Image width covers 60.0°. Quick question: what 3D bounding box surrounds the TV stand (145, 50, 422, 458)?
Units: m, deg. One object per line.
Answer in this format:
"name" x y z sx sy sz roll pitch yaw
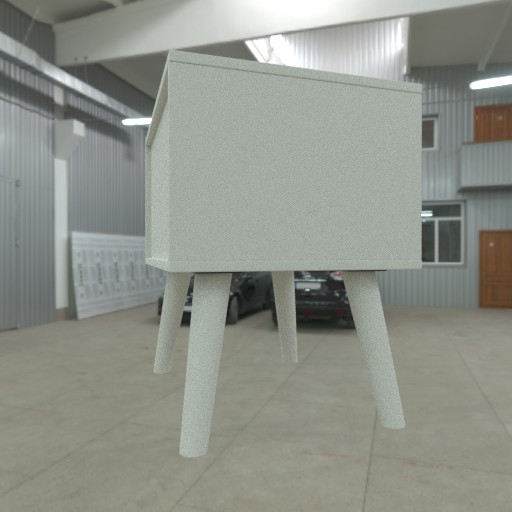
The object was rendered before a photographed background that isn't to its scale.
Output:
"TV stand" 0.000 0.000 0.900 0.405 0.559 0.508 0 0 -18
